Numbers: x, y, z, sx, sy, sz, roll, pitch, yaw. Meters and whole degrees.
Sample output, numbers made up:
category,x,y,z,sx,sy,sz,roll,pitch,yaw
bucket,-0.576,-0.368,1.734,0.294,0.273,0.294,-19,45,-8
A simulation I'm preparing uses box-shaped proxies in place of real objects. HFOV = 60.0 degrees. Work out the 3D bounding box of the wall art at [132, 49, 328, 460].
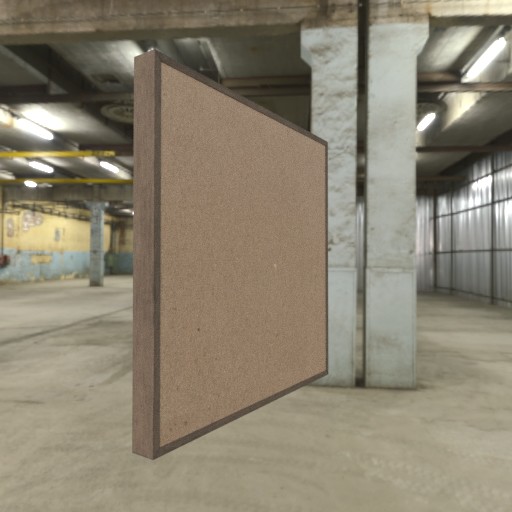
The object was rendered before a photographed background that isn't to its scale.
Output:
category,x,y,z,sx,sy,sz,roll,pitch,yaw
wall art,0.000,0.000,0.768,0.038,0.508,0.508,-1,-1,34
